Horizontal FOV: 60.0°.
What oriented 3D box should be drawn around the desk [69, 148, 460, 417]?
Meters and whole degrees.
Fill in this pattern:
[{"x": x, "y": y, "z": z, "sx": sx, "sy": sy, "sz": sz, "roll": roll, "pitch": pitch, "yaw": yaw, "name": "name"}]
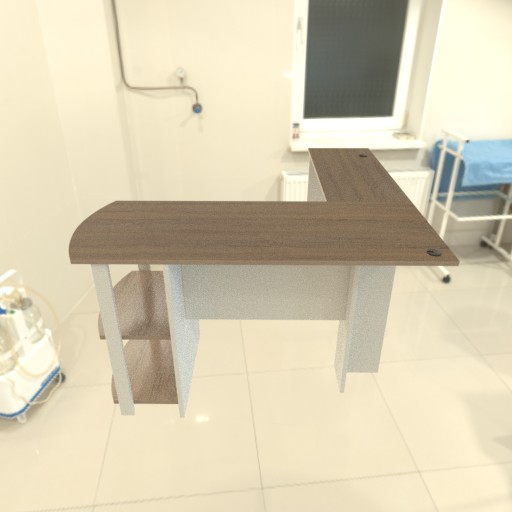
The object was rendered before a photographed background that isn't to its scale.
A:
[{"x": 0.000, "y": 0.000, "z": 2.173, "sx": 1.303, "sy": 0.716, "sz": 1.361, "roll": 0, "pitch": 28, "yaw": 1, "name": "desk"}]
